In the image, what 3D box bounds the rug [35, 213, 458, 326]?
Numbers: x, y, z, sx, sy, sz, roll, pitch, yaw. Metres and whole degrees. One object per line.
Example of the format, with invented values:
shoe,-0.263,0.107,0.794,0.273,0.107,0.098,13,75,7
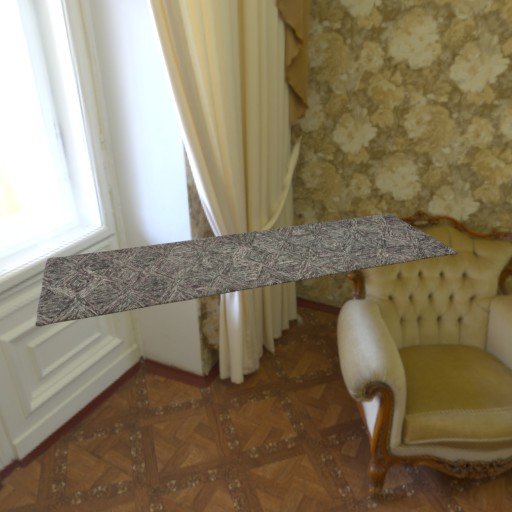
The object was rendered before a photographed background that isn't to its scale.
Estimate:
rug,0.000,0.000,2.588,2.305,0.013,0.719,-9,27,-17
